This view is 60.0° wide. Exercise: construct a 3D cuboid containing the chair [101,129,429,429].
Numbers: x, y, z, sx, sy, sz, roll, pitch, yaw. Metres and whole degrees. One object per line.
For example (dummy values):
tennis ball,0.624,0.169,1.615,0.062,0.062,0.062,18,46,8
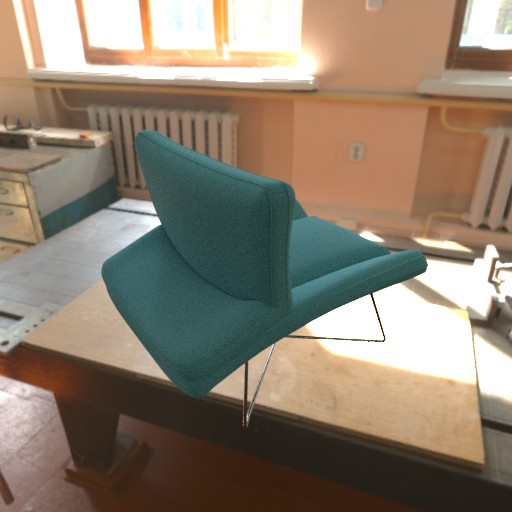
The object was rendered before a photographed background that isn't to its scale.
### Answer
chair,0.000,0.000,1.673,1.008,0.855,0.859,-17,32,-31
